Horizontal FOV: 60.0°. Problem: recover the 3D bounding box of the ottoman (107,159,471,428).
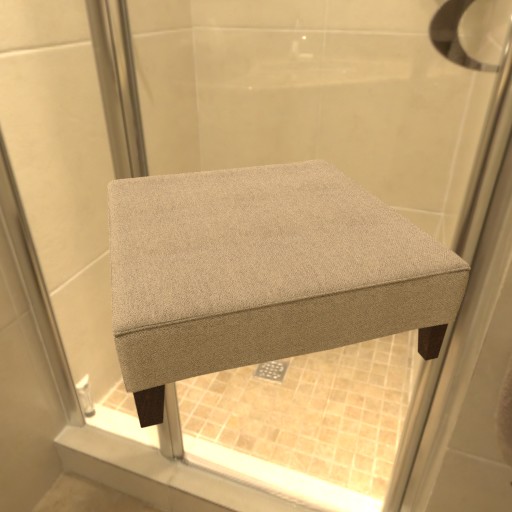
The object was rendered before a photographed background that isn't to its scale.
[{"bbox_3d":[0.000,0.000,1.578,0.973,0.381,0.982,-9,31,-14],"label":"ottoman"}]
